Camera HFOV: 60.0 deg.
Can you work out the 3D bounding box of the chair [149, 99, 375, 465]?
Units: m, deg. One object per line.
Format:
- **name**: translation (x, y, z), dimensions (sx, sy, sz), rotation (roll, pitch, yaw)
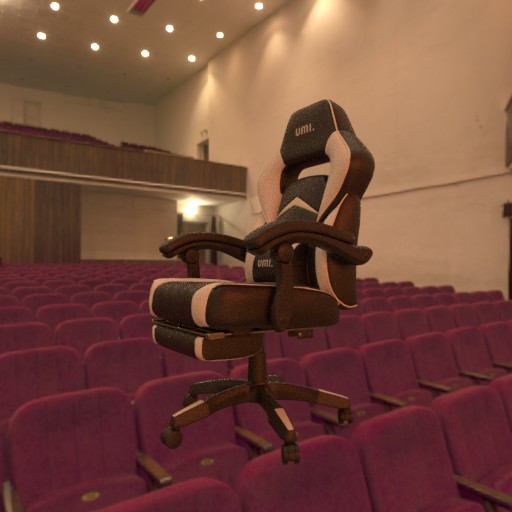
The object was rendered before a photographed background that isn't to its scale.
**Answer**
- **chair**: translation (0.000, 0.000, 1.582), dimensions (0.700, 1.200, 0.676), rotation (1, -2, -36)
